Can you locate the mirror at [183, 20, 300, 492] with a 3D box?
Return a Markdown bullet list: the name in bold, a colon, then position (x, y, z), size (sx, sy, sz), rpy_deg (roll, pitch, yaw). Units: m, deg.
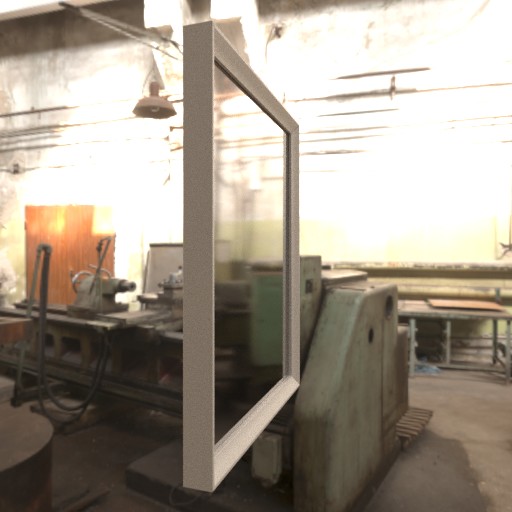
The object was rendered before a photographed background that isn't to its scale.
- **mirror**: position (0.000, 0.000, 0.675), size (0.041, 0.509, 0.406), rpy_deg (0, 0, 19)
